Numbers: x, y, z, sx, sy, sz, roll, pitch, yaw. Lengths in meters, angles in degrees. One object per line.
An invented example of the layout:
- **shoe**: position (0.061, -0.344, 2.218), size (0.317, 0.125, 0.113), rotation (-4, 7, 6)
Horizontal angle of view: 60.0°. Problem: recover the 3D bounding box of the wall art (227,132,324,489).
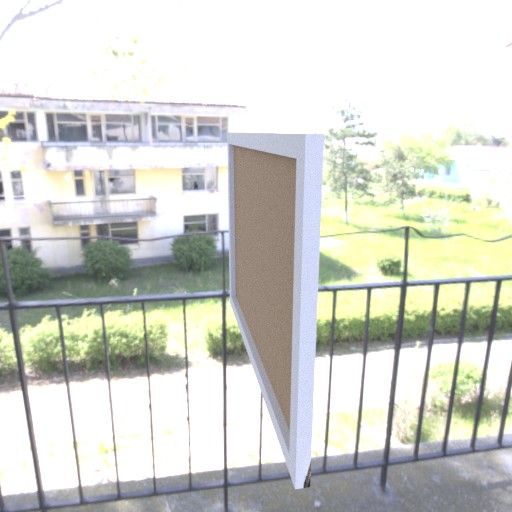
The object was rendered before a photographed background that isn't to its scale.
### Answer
- **wall art**: position (0.000, 0.000, 1.431), size (0.038, 0.767, 1.144), rotation (-3, 16, -10)
